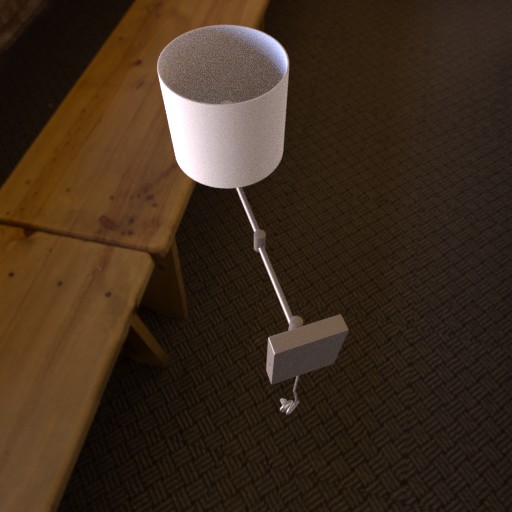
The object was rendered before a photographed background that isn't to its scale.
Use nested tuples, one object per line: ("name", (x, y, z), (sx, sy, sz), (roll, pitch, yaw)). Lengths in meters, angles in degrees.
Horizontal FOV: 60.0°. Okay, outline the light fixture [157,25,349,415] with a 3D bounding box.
("light fixture", (0.000, 0.000, 0.880), (0.203, 0.651, 0.516), (-16, 59, -10))
